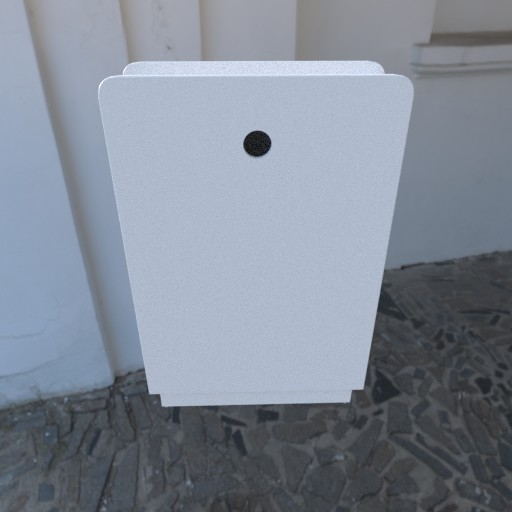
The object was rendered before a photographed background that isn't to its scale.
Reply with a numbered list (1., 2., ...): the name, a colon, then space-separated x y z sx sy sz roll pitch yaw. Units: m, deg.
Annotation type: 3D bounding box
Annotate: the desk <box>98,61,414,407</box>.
1. desk: 0.000 0.000 1.509 0.795 1.190 0.278 -1 30 -1
